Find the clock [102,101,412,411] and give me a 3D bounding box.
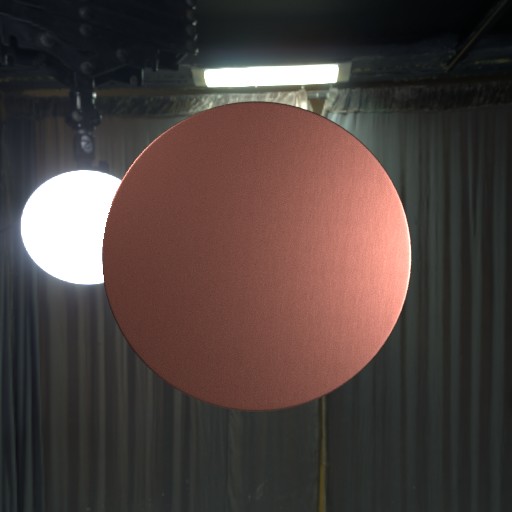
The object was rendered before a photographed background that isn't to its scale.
[{"bbox_3d":[0.000,0.000,0.466,0.313,0.313,0.040,0,-1,1],"label":"clock"}]
